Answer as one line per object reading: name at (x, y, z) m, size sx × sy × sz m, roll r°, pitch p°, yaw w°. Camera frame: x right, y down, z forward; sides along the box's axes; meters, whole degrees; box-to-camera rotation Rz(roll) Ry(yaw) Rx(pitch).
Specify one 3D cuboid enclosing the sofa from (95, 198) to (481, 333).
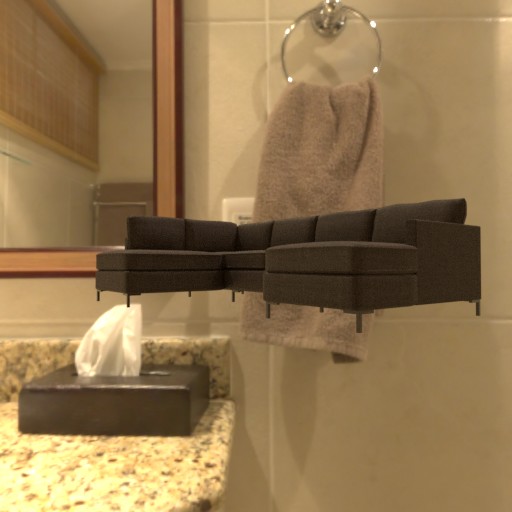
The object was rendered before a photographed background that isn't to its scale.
sofa at (0.000, 0.000, 4.312) m, size 2.048 × 0.999 × 3.423 m, roll 1°, pitch -1°, yaw -37°
